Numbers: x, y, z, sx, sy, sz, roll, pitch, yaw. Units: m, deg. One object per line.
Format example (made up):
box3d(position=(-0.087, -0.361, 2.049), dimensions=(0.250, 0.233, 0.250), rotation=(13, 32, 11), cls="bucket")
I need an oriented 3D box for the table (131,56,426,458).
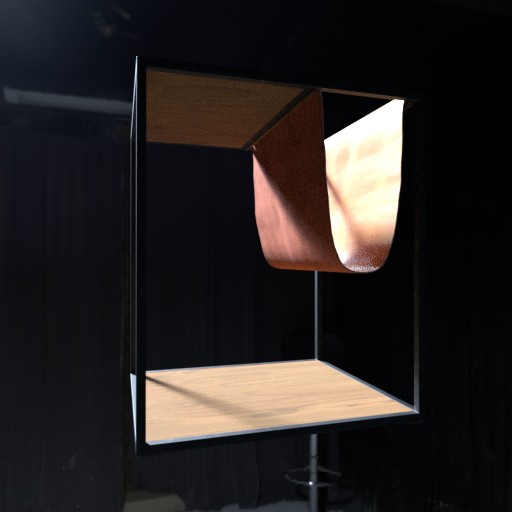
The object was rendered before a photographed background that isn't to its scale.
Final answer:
box3d(position=(0.000, 0.000, 0.840), dimensions=(0.450, 0.536, 0.399), rotation=(0, 0, -17), cls="table")
